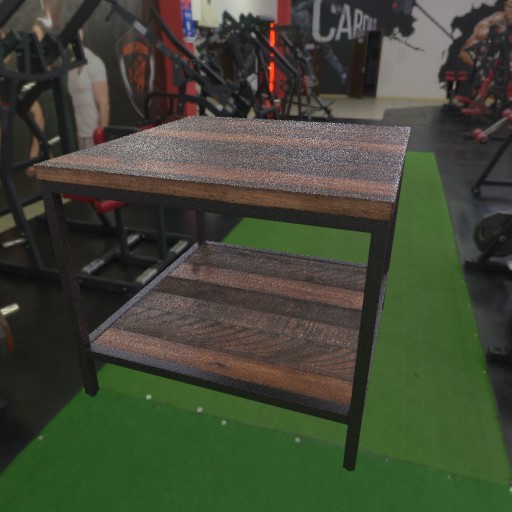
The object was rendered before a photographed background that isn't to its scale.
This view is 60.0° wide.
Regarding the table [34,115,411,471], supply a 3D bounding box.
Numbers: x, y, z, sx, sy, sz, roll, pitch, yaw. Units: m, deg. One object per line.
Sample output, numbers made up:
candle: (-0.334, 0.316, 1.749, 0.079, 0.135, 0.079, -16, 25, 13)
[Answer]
table: (0.000, 0.000, 0.953, 0.548, 0.482, 0.553, 9, 27, 17)
